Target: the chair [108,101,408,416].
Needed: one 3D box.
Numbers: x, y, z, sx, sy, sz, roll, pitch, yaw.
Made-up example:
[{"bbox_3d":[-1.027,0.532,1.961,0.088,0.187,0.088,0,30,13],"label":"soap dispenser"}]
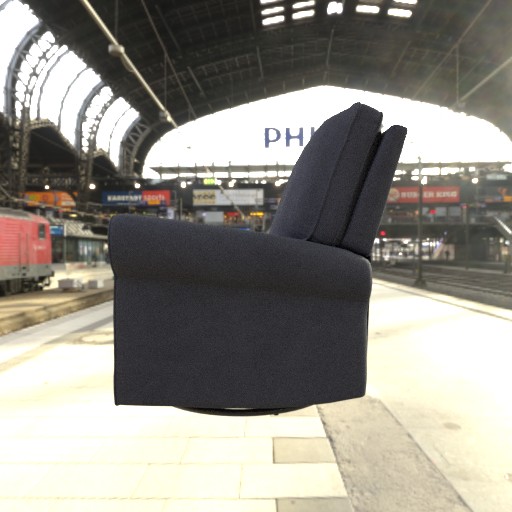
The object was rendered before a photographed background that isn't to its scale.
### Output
[{"bbox_3d":[0.000,0.000,1.639,0.878,0.961,0.890,0,1,-1],"label":"chair"}]
